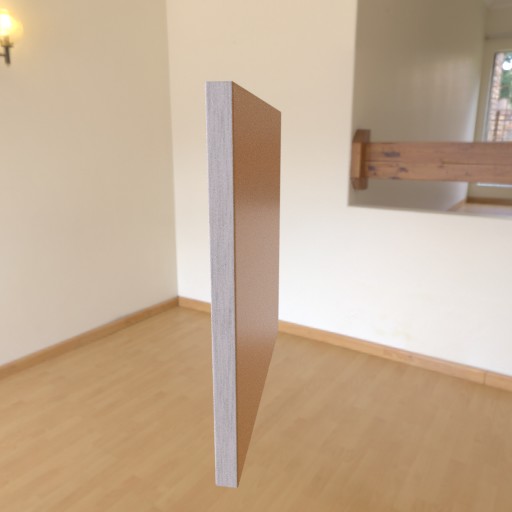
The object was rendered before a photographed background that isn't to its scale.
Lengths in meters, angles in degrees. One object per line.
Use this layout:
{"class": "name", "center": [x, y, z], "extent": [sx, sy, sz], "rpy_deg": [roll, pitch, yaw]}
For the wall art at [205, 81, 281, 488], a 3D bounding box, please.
{"class": "wall art", "center": [0.000, 0.000, 1.952], "extent": [0.078, 1.288, 1.287], "rpy_deg": [2, 15, 9]}
